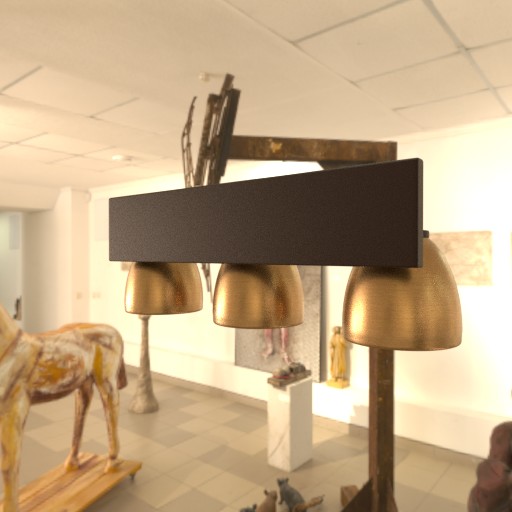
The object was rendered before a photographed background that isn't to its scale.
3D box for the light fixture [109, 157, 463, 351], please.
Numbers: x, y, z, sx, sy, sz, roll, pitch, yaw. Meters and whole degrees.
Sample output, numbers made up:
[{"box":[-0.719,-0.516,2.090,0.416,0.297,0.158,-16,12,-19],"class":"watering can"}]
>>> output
[{"box":[0.000,0.000,0.678,0.582,0.204,0.157,0,1,38],"class":"light fixture"}]
